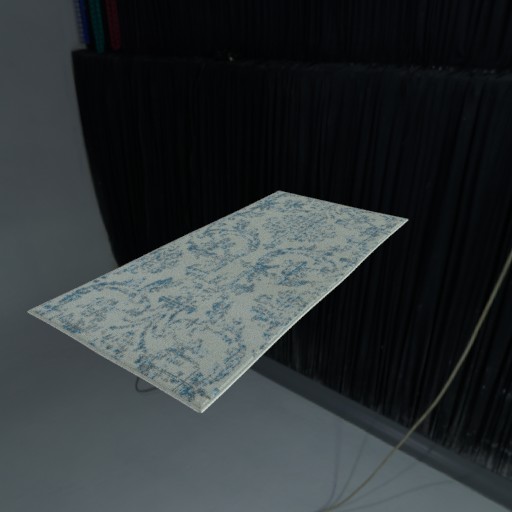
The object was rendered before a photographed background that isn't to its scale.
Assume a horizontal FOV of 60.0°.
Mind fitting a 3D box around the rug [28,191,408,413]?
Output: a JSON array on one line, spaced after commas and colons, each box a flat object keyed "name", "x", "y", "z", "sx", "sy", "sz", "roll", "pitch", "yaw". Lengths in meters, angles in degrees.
[{"name": "rug", "x": 0.000, "y": 0.000, "z": 1.447, "sx": 0.605, "sy": 0.007, "sz": 1.220, "roll": 18, "pitch": 31, "yaw": 31}]
